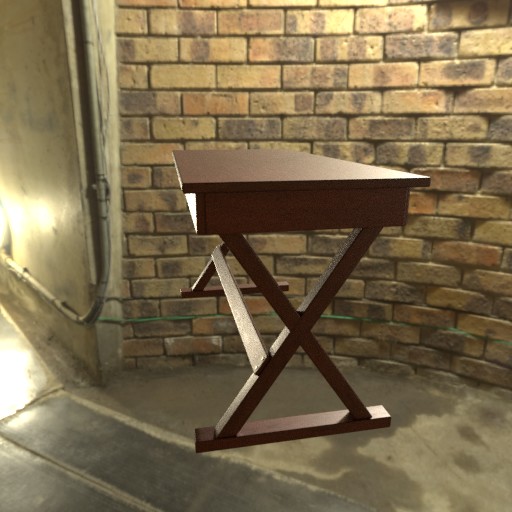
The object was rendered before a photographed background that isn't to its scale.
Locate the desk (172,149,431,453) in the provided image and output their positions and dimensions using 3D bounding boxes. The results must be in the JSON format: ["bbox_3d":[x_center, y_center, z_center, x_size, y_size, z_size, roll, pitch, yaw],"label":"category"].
[{"bbox_3d":[0.000,0.000,1.774,0.600,0.761,1.372,-3,17,-11],"label":"desk"}]
